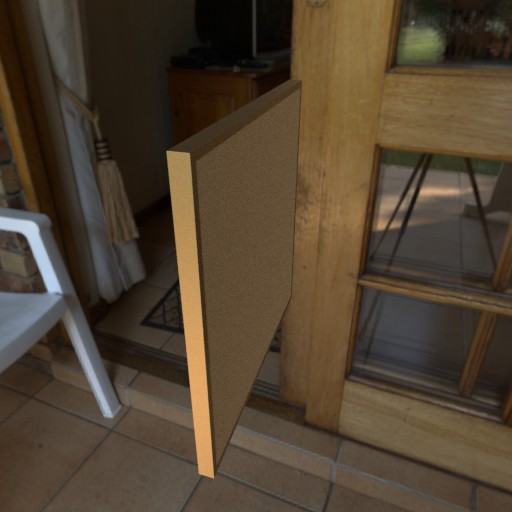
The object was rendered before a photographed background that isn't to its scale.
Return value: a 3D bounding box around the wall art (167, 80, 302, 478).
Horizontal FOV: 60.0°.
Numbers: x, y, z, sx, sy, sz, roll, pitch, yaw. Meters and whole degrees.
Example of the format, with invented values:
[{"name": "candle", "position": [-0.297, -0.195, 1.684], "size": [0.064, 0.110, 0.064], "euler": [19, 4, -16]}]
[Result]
[{"name": "wall art", "position": [0.000, 0.000, 1.156], "size": [0.038, 0.762, 0.762], "euler": [9, 31, 15]}]
